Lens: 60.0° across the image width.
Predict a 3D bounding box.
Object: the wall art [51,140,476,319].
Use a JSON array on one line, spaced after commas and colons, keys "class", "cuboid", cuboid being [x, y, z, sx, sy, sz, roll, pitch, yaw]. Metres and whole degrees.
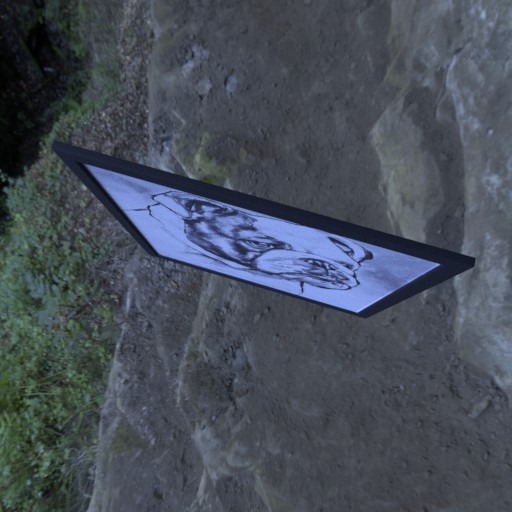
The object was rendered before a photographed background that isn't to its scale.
[{"class": "wall art", "cuboid": [0.000, 0.000, 0.834, 0.562, 0.558, 0.012, 16, 76, 4]}]
